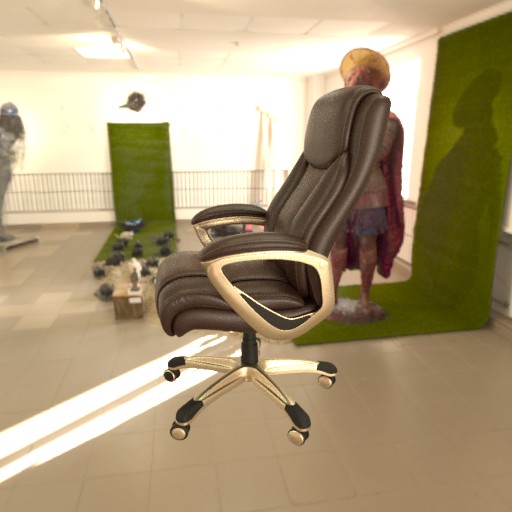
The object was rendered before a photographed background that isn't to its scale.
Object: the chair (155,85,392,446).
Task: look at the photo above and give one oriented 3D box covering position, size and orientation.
[{"bbox_3d":[0.000,0.000,1.657,0.749,1.194,0.692,-3,15,-10],"label":"chair"}]
